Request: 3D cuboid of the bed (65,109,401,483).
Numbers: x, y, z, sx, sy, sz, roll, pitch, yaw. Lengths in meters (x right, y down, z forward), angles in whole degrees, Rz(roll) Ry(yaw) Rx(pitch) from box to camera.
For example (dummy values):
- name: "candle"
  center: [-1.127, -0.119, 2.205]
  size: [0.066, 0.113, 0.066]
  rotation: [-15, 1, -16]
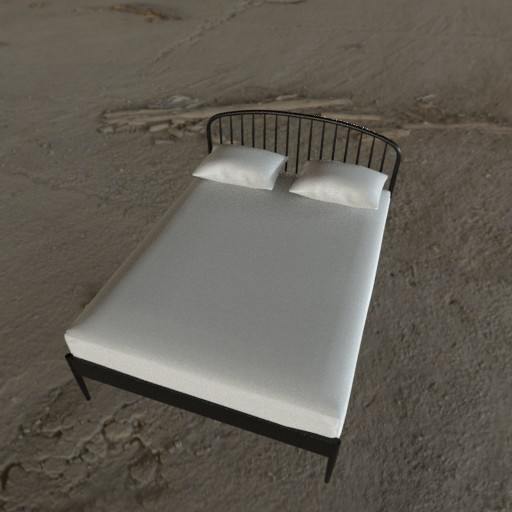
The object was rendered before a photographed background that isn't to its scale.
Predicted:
- name: "bed"
  center: [0.000, 0.000, 3.054]
  size: [1.618, 1.166, 2.159]
  rotation: [13, 43, 14]
